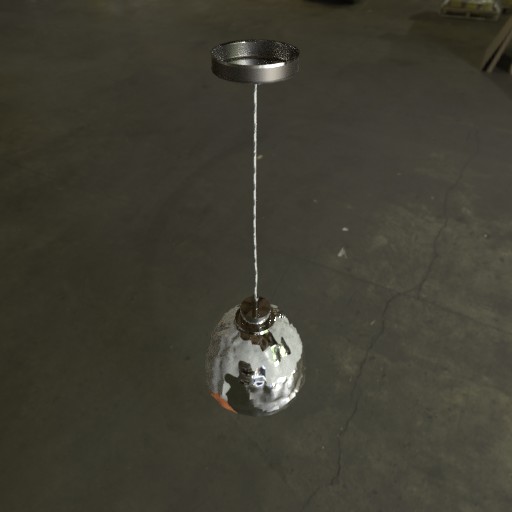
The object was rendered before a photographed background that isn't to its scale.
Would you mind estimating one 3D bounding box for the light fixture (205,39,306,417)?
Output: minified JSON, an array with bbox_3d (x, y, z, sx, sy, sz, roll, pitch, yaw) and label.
[{"bbox_3d":[0.000,0.000,1.736,0.496,1.511,0.500,10,41,12],"label":"light fixture"}]
